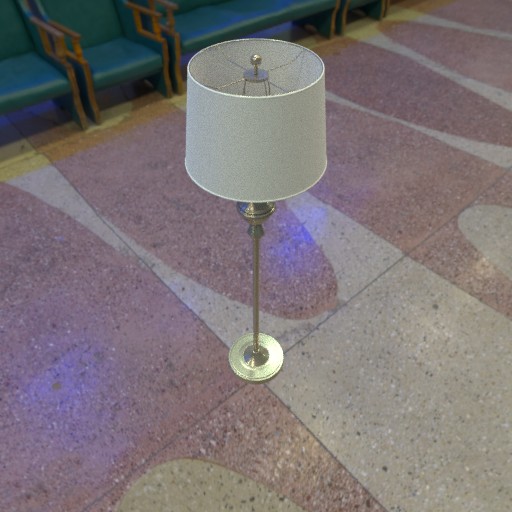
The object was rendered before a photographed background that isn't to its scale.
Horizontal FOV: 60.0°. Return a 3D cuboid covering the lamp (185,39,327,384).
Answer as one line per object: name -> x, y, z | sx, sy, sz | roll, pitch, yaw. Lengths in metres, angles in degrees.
lamp -> 0.000, 0.000, 1.666 | 0.431, 1.488, 0.431 | 0, 46, 0
